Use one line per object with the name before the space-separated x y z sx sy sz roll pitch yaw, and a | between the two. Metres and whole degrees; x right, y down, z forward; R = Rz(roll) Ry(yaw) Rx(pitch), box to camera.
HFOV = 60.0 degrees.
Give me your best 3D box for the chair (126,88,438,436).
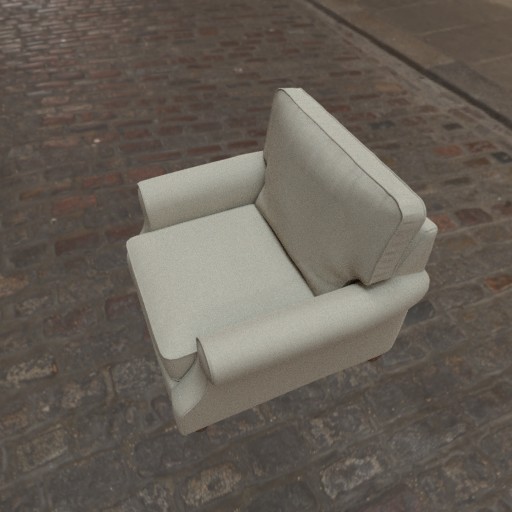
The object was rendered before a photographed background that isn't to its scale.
chair | 0.000 0.000 1.775 0.966 0.967 1.029 -17 48 -16
